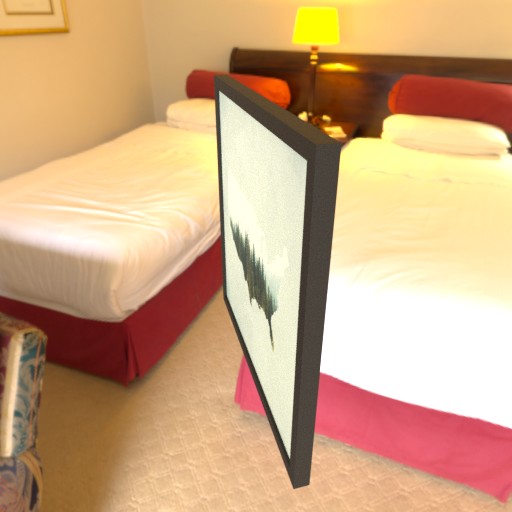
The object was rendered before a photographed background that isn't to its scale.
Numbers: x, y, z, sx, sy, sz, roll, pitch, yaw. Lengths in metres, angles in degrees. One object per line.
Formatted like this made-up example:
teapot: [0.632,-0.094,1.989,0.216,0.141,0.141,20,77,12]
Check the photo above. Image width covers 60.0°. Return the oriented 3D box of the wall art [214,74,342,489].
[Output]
wall art: [0.000,0.000,1.117,0.038,0.763,0.763,-8,30,-13]
